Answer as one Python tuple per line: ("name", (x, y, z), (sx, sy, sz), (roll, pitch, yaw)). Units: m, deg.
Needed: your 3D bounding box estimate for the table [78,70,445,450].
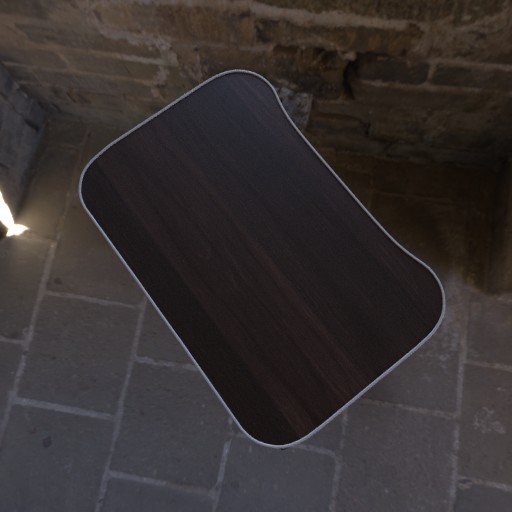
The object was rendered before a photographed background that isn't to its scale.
("table", (0.000, 0.000, 0.856), (0.400, 0.232, 0.660), (-36, 79, -8))
